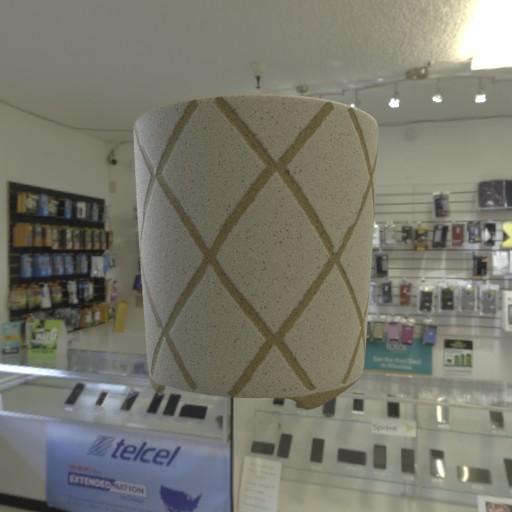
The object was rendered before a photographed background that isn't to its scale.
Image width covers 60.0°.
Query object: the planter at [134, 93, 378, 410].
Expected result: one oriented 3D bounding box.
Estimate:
[{"bbox_3d":[0.000,0.000,0.429,0.228,0.235,0.228,0,1,0],"label":"planter"}]
